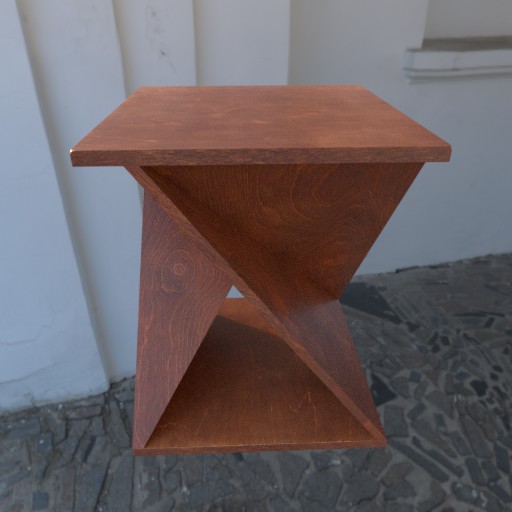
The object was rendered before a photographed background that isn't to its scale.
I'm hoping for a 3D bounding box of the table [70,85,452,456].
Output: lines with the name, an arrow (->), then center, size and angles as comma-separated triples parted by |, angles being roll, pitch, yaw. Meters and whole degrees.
table -> 0.000, 0.000, 0.807 | 0.427, 0.520, 0.427 | -1, 30, -2
